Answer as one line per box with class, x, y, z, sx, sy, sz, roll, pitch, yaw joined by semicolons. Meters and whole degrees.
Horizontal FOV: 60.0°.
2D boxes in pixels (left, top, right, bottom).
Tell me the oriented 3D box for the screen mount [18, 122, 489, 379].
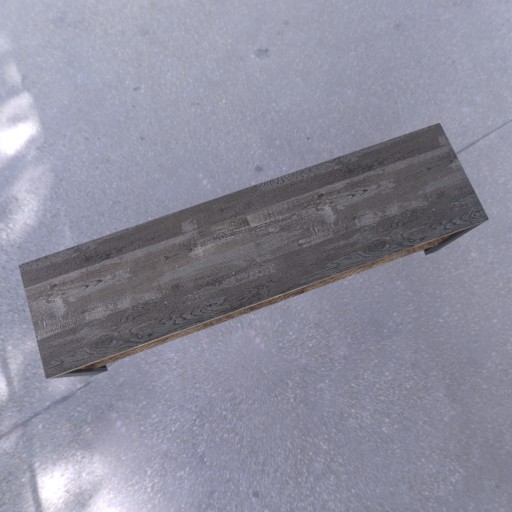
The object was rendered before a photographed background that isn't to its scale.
screen mount;0.000;0.000;1.693;1.524;0.450;0.395;-19;77;-5
